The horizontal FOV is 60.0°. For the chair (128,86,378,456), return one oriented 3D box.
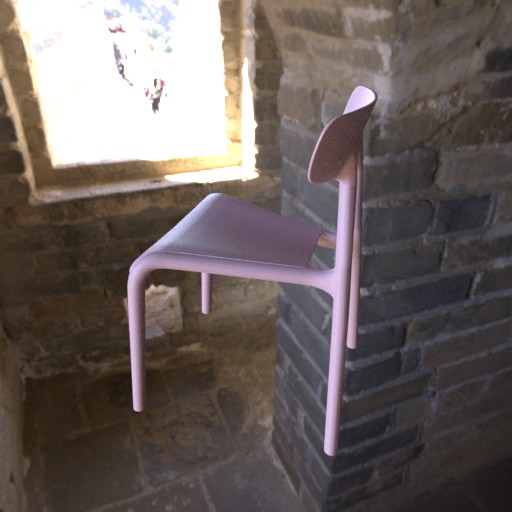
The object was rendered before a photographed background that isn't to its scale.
[{"bbox_3d":[0.000,0.000,0.826,0.401,0.580,0.356,9,31,16],"label":"chair"}]
